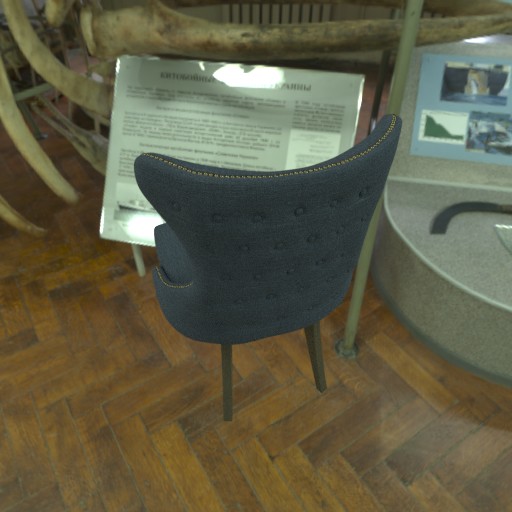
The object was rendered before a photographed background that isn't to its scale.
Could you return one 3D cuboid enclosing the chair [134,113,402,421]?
[{"bbox_3d":[0.000,0.000,1.353,0.628,0.967,0.635,-13,43,-14],"label":"chair"}]
